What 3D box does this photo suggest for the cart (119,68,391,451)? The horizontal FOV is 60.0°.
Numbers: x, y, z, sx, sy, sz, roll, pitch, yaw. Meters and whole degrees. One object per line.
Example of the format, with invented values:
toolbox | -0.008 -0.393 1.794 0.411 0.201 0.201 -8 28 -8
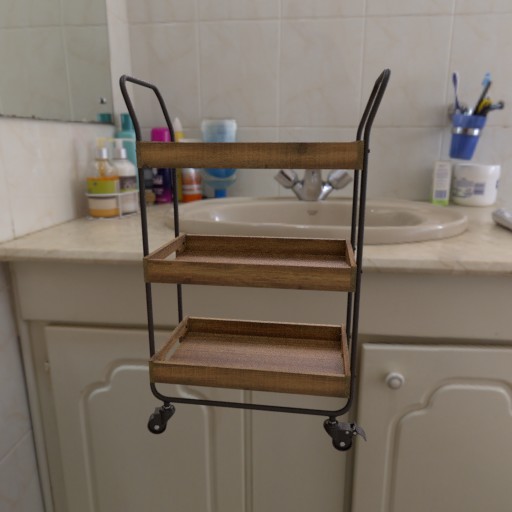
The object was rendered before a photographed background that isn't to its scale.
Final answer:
cart | 0.000 0.000 1.130 0.583 0.857 0.339 2 14 8
